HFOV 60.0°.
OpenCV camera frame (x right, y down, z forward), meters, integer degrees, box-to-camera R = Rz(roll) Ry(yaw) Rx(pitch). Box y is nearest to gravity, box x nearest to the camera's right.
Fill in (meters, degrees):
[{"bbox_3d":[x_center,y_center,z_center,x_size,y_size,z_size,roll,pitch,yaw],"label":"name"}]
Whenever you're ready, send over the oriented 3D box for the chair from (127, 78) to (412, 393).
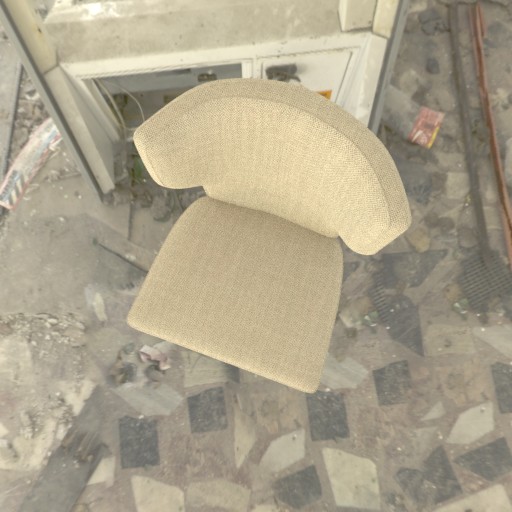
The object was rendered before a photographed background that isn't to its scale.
[{"bbox_3d":[0.000,0.000,1.273,0.611,0.824,0.617,19,77,5],"label":"chair"}]
